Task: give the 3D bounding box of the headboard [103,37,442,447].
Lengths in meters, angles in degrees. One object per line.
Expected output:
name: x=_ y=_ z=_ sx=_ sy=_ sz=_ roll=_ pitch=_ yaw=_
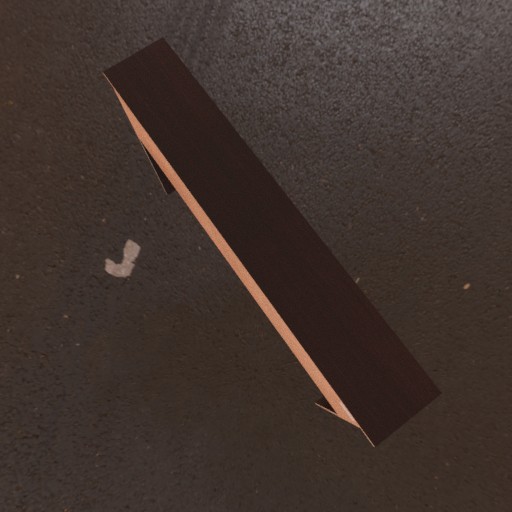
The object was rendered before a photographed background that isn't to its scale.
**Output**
headboard: x=0.000 y=0.000 z=2.105 sx=0.279 sy=1.092 sz=1.671 roll=-35 pitch=78 yaw=-8
